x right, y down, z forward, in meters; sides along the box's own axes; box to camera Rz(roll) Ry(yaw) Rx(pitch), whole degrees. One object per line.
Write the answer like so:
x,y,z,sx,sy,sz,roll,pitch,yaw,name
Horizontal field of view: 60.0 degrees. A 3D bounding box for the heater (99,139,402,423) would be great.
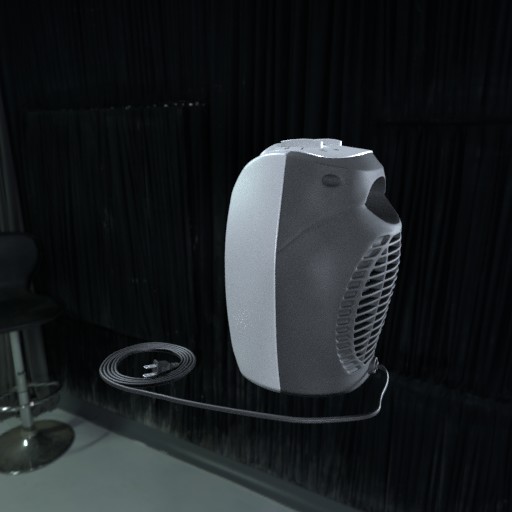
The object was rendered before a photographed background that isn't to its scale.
0.000,0.000,0.469,0.291,0.240,0.239,7,17,26,heater
